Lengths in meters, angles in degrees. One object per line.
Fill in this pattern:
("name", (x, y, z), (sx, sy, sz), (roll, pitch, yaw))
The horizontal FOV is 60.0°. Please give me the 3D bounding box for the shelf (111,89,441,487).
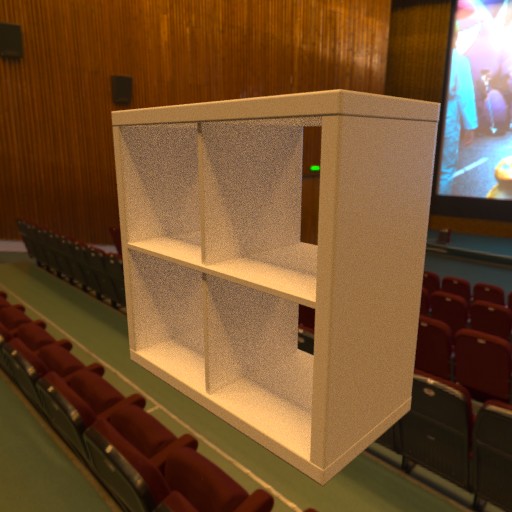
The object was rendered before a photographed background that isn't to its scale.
("shelf", (0.000, 0.000, 1.237), (0.390, 0.786, 0.790), (-14, 20, -43))
